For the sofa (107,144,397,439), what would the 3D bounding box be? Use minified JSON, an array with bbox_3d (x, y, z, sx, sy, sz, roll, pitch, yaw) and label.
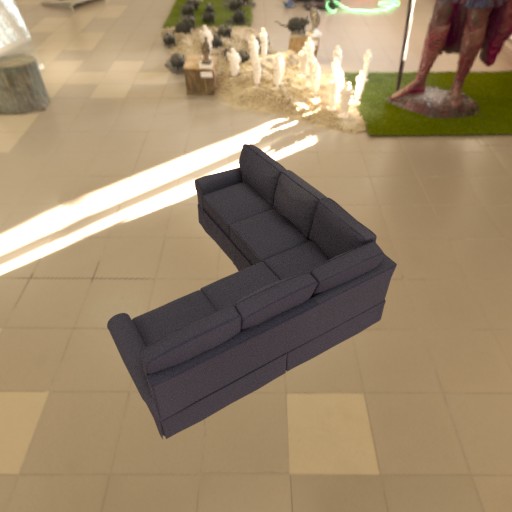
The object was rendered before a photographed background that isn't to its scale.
[{"bbox_3d":[0.000,0.000,5.088,2.874,1.169,3.773,0,43,0],"label":"sofa"}]
